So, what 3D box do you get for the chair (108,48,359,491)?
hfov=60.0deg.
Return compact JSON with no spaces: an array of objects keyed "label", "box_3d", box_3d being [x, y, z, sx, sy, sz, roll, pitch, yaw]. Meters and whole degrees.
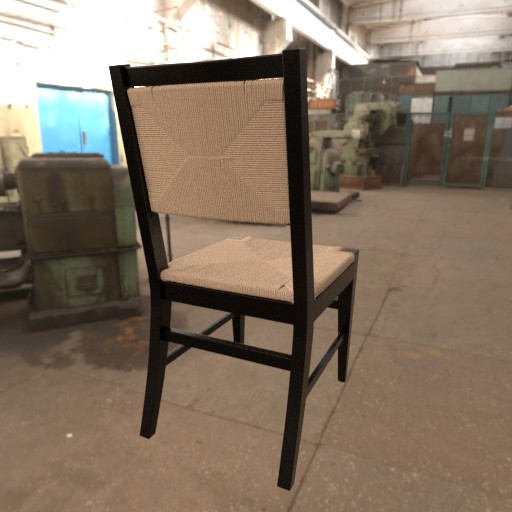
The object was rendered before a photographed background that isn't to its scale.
[{"label":"chair","box_3d":[0.000,0.000,1.201,0.437,0.927,0.552,7,17,25]}]
